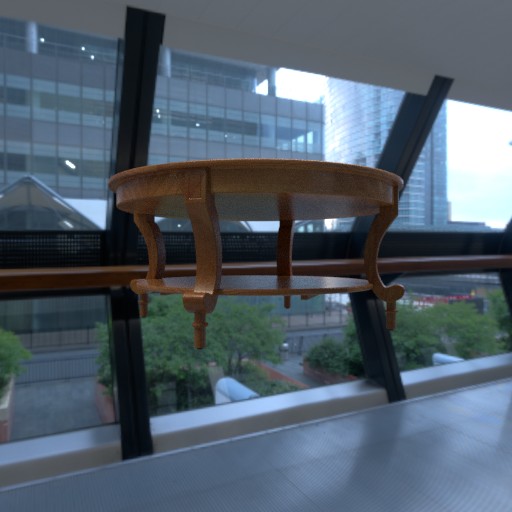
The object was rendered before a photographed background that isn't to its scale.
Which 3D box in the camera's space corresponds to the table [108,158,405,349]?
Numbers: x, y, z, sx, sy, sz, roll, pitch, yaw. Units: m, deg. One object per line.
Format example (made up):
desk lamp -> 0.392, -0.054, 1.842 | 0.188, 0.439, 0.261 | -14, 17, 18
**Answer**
table -> 0.000, 0.000, 1.618 | 1.029, 0.490, 1.029 | 0, 0, 0
